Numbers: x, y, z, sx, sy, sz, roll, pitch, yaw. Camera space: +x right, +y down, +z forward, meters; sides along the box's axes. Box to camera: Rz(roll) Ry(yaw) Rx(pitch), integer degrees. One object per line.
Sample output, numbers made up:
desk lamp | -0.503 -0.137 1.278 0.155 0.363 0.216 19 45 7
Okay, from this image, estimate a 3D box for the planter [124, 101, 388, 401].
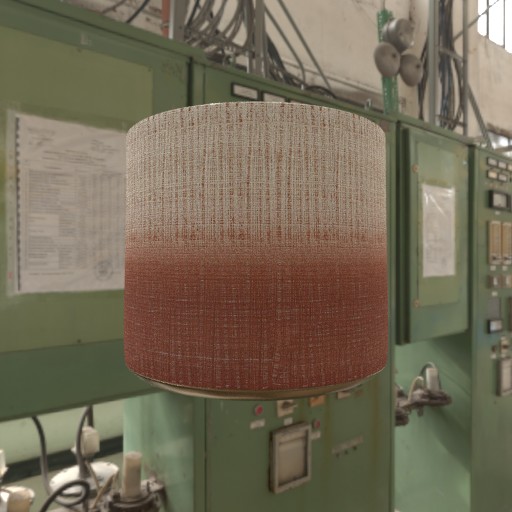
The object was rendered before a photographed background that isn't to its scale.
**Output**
planter | 0.000 0.000 0.311 0.178 0.157 0.178 0 0 0
